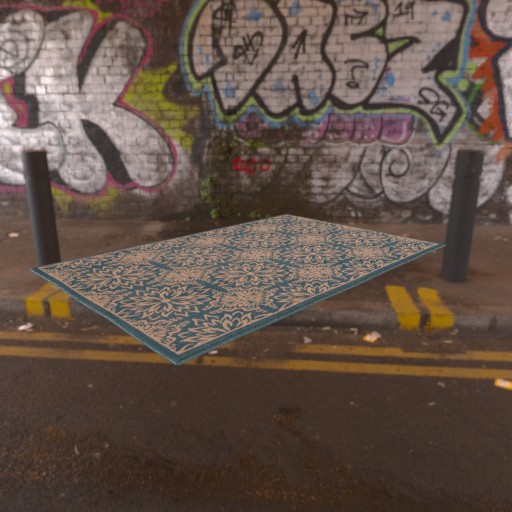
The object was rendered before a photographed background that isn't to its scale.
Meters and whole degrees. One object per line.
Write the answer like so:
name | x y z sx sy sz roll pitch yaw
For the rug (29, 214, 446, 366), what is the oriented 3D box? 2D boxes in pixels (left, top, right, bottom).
rug | 0.000 0.000 2.305 1.833 0.012 1.211 -16 23 -42
